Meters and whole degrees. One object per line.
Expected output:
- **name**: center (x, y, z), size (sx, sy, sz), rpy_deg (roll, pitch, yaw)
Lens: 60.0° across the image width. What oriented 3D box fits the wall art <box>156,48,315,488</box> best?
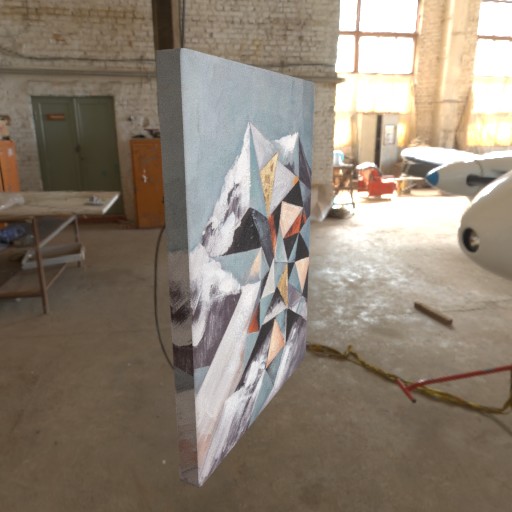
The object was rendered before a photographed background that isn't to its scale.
- **wall art**: center (0.000, 0.000, 0.788), size (0.037, 0.613, 0.455), rpy_deg (8, 18, 26)
